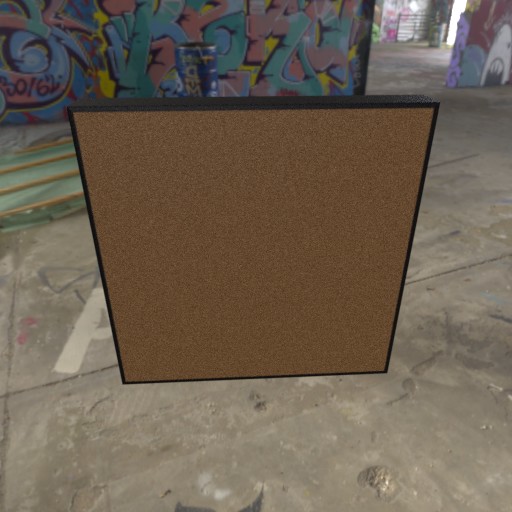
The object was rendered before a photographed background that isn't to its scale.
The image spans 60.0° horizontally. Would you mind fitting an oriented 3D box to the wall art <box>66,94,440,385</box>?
[{"bbox_3d":[0.000,0.000,0.449,0.304,0.303,0.037,-2,29,-3],"label":"wall art"}]
